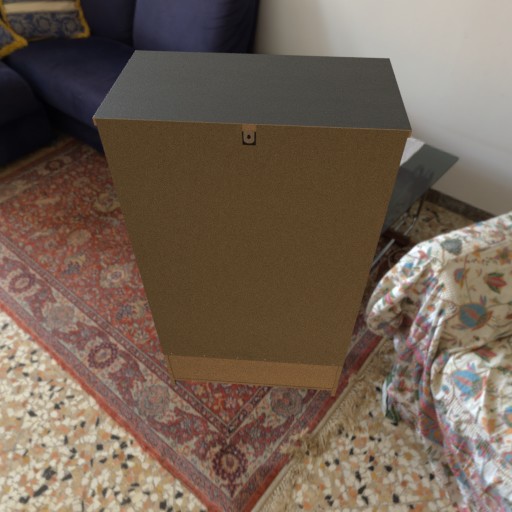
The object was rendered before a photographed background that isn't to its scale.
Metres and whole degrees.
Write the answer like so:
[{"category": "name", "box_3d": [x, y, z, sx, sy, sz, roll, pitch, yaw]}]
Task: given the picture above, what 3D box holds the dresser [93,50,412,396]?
[{"category": "dresser", "box_3d": [0.000, 0.000, 1.562, 0.704, 1.255, 0.399, 3, 47, 3]}]
